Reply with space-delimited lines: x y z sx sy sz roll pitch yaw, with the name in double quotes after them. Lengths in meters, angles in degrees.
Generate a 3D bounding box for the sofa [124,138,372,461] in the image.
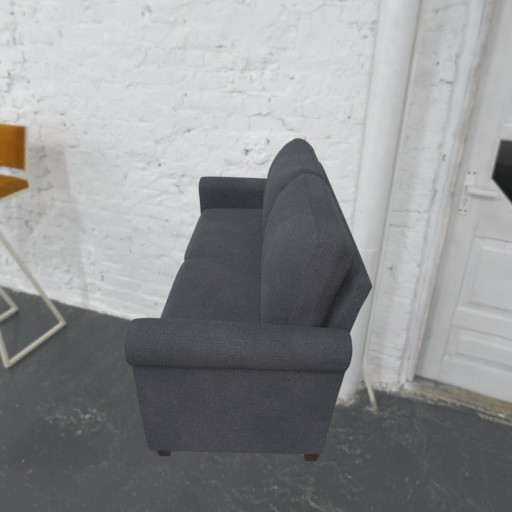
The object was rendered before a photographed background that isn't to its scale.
0.000 0.000 2.379 0.842 0.942 1.935 1 26 1 "sofa"
